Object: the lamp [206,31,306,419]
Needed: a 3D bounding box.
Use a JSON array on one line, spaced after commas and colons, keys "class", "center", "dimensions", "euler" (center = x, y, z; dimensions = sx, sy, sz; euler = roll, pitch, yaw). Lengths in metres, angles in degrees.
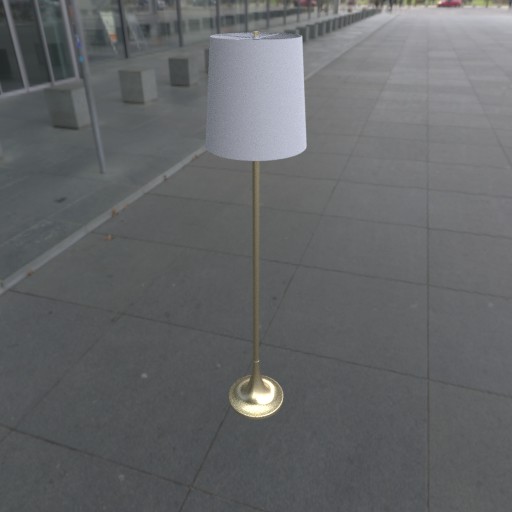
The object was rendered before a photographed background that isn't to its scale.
[{"class": "lamp", "center": [0.000, 0.000, 1.705], "dimensions": [0.337, 1.543, 0.337], "euler": [0, 30, 0]}]
